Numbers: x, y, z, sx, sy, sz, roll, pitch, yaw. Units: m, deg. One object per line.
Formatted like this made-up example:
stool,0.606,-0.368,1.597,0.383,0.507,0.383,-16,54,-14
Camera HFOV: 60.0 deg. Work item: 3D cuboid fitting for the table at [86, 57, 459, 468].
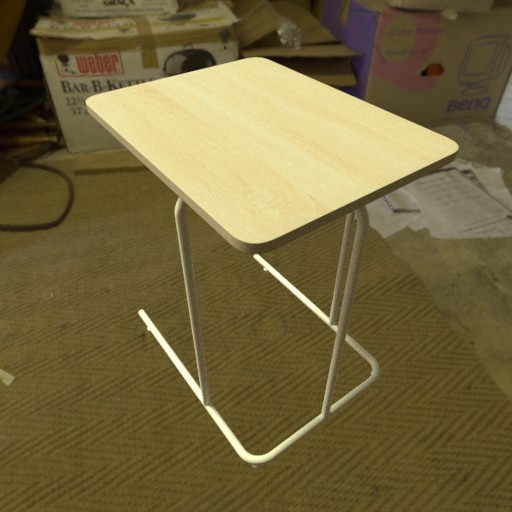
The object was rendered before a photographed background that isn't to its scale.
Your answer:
table,0.000,0.000,0.854,0.370,0.550,0.480,-26,48,-26
